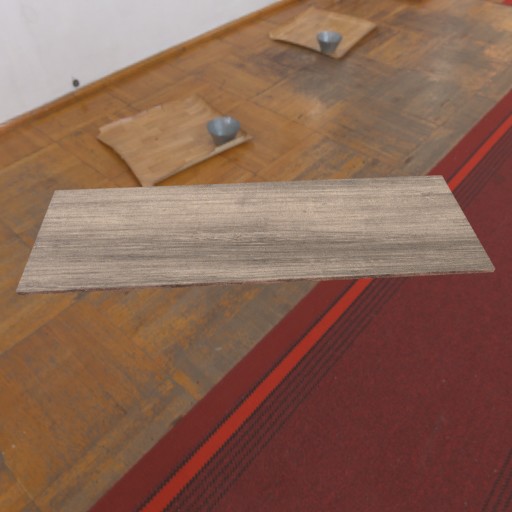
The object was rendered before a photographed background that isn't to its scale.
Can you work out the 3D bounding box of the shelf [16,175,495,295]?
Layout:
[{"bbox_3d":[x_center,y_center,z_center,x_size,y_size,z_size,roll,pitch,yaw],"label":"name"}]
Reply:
[{"bbox_3d":[0.000,0.000,0.675,0.610,0.125,0.200,-3,47,-2],"label":"shelf"}]
